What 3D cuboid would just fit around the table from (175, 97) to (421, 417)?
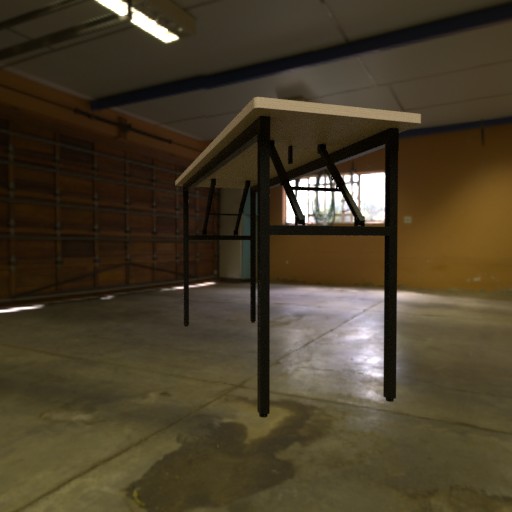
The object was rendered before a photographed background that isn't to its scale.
[{"bbox_3d":[0.000,0.000,1.730,0.447,0.750,1.397,0,2,-18],"label":"table"}]
